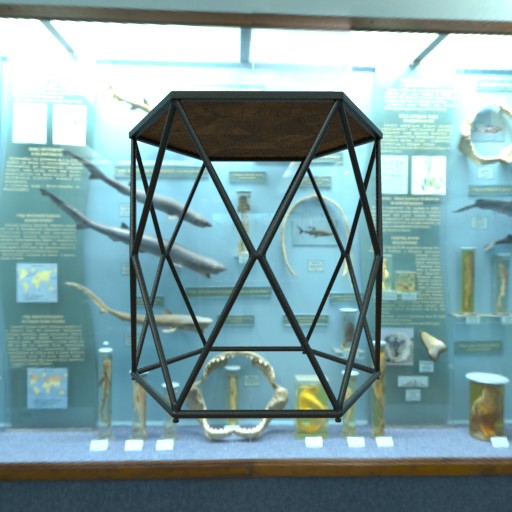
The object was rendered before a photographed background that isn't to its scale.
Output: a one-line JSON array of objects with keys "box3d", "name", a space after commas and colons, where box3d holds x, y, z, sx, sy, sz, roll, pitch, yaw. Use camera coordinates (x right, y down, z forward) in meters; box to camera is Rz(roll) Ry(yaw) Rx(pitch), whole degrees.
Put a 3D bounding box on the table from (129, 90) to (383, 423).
[{"box3d": [0.000, 0.000, 1.010, 0.578, 0.564, 0.579, 0, 1, 0], "name": "table"}]
